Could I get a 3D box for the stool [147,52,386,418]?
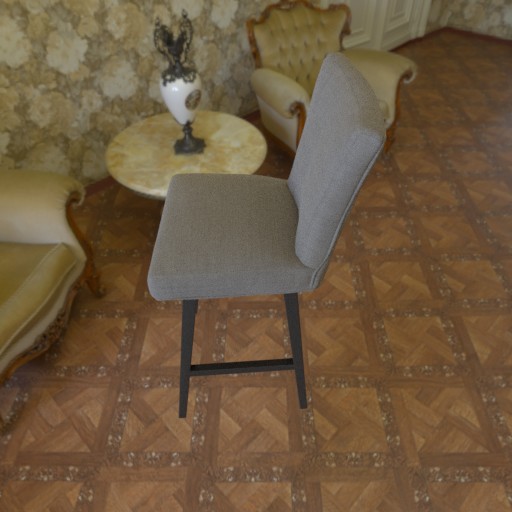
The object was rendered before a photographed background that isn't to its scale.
[{"bbox_3d":[0.000,0.000,1.408,0.574,1.086,0.514,-1,42,-1],"label":"stool"}]
